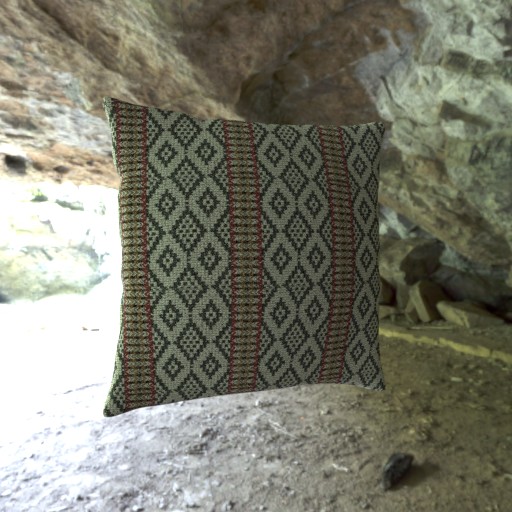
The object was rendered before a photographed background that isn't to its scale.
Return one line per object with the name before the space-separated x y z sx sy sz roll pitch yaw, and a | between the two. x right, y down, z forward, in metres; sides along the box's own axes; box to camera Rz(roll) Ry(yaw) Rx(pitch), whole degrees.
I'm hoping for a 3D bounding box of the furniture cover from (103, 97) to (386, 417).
furniture cover | 0.000 0.000 0.769 0.503 0.506 0.182 0 0 -17
